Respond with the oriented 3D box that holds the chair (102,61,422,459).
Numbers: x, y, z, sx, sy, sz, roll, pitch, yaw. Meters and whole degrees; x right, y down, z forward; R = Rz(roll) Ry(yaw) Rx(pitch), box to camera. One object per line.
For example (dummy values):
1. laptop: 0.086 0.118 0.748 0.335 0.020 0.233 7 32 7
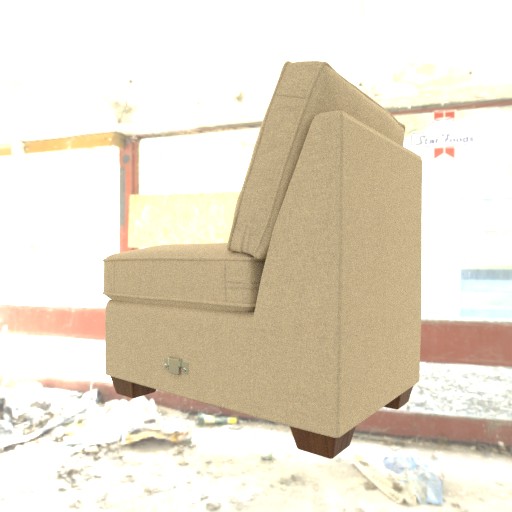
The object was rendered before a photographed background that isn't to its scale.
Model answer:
1. chair: 0.000 0.000 1.516 0.938 0.970 0.621 0 0 37
